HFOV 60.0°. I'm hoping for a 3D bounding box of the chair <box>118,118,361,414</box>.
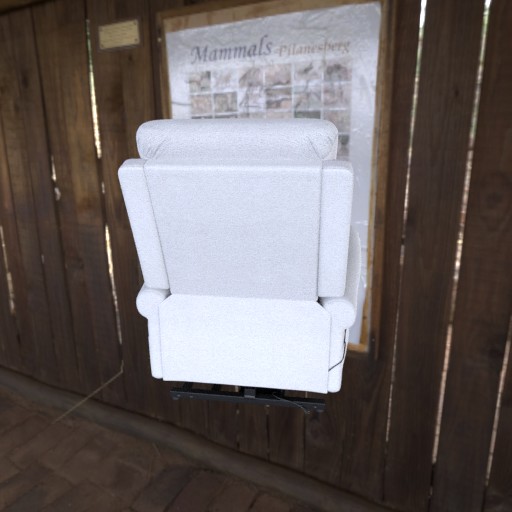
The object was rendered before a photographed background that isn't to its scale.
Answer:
[{"bbox_3d":[0.000,0.000,1.796,0.871,1.031,0.979,2,15,8],"label":"chair"}]
